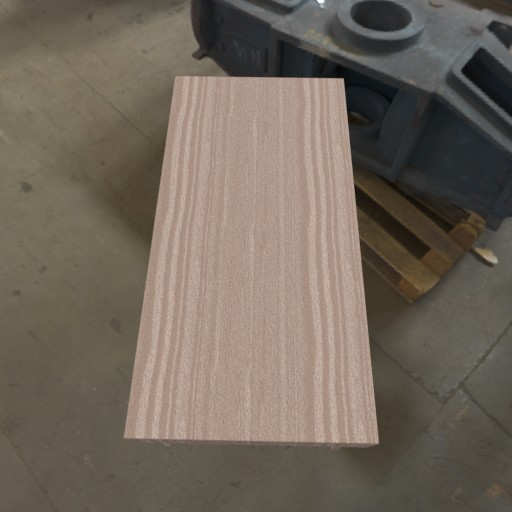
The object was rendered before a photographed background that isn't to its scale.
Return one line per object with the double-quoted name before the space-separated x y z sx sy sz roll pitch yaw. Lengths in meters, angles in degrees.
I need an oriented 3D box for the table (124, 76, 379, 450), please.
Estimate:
"table" 0.000 0.000 1.510 0.600 0.450 1.200 1 63 1
